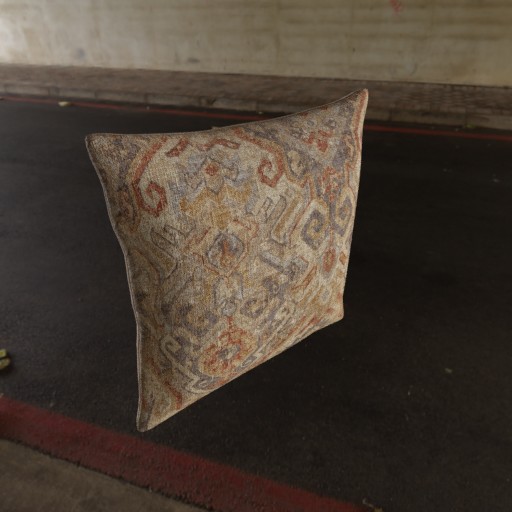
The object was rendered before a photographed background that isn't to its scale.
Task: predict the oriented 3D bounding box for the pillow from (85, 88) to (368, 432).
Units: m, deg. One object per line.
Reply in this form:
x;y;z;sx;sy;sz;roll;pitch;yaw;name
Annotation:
0.000;0.000;0.779;0.523;0.506;0.166;-22;36;-33;pillow
